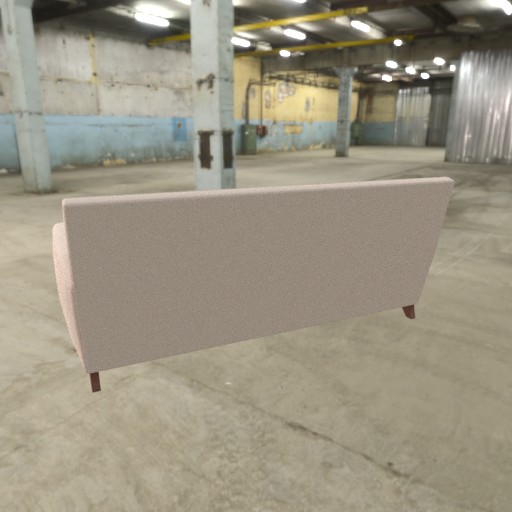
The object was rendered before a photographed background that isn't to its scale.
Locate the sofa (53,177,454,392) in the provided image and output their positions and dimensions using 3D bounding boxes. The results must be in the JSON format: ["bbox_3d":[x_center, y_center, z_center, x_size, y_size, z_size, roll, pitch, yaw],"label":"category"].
[{"bbox_3d":[0.000,0.000,2.420,2.000,0.846,0.875,-7,17,-25],"label":"sofa"}]
